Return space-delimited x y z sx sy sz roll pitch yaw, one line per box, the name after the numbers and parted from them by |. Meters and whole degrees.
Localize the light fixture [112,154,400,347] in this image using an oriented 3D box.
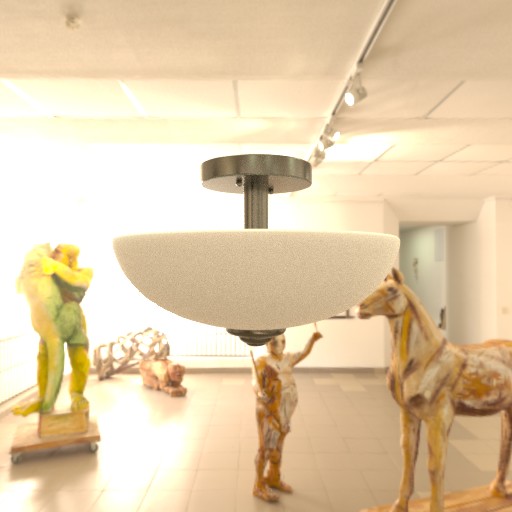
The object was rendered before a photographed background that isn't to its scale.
0.000 0.000 0.533 0.330 0.214 0.330 0 -1 0 | light fixture
